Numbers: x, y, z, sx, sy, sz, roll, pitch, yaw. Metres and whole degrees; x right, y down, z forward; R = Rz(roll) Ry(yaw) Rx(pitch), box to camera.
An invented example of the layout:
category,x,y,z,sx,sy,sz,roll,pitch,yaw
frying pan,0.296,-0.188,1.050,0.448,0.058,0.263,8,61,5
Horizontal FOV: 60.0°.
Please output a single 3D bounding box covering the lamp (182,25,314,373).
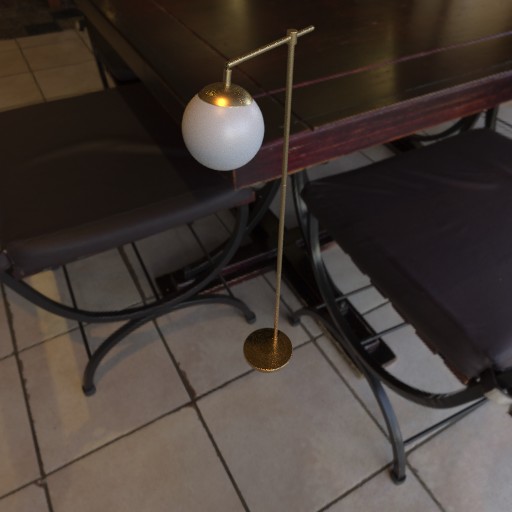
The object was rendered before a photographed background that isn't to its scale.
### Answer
category,x,y,z,sx,sy,sz,roll,pitch,yaw
lamp,0.000,0.000,1.651,0.249,1.505,0.476,33,54,28
